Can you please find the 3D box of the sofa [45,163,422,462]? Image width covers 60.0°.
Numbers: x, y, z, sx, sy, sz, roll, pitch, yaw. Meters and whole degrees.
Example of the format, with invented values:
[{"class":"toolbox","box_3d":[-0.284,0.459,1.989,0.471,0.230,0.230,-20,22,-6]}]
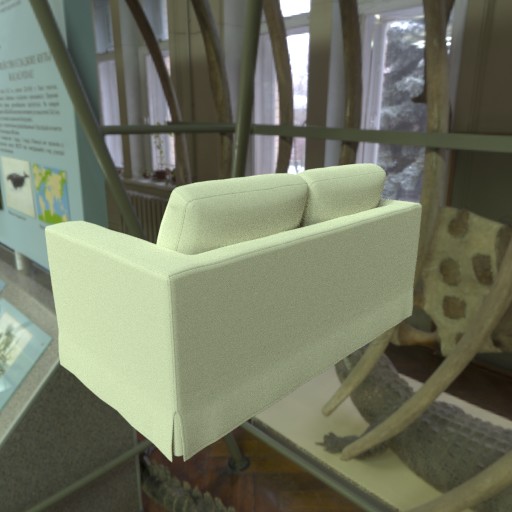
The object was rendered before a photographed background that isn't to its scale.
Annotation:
[{"class":"sofa","box_3d":[0.000,0.000,2.367,1.009,0.932,1.813,16,23,42]}]
